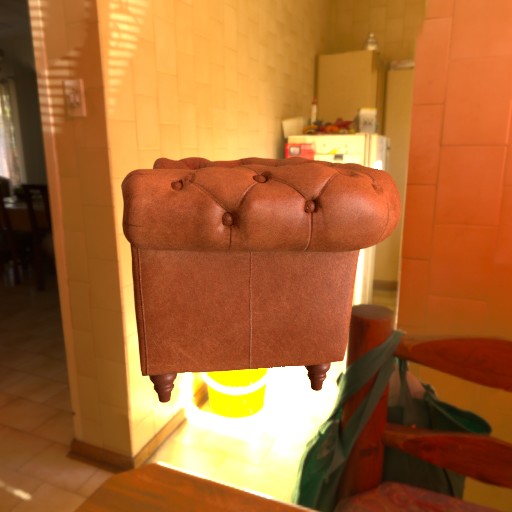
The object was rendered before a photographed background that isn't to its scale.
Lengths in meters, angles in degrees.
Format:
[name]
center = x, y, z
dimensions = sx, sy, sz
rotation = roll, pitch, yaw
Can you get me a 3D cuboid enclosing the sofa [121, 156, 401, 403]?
[sofa]
center = 0.000, 0.000, 2.039
dimensions = 1.033, 0.878, 1.405
rotation = -2, 14, -8
